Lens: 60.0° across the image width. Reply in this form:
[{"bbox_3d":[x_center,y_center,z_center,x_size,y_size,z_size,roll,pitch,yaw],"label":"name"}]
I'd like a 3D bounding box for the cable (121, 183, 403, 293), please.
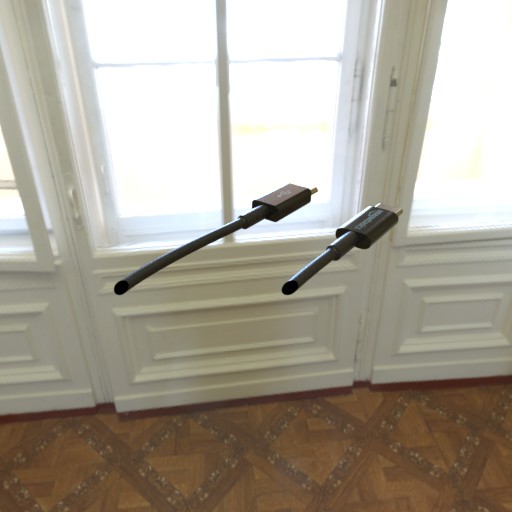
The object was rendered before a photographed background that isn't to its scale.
[{"bbox_3d":[0.000,0.000,0.113,0.040,0.006,0.098,21,36,32],"label":"cable"}]
